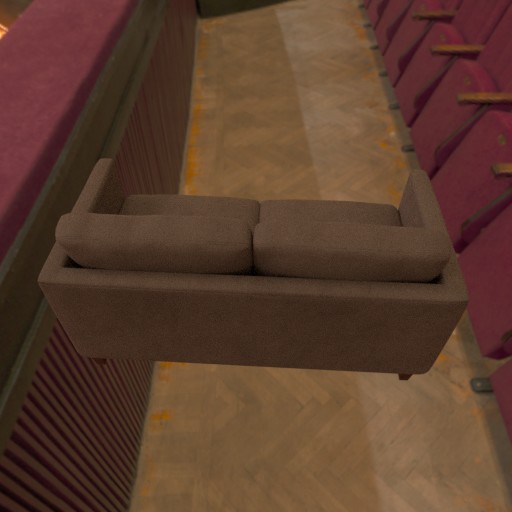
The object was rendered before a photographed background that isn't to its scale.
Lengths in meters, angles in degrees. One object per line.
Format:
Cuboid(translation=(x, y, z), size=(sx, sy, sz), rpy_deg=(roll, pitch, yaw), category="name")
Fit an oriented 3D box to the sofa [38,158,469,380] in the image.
Cuboid(translation=(0.000, 0.000, 2.394), size=(1.884, 0.963, 0.950), rpy_deg=(2, 47, 2), category="sofa")
